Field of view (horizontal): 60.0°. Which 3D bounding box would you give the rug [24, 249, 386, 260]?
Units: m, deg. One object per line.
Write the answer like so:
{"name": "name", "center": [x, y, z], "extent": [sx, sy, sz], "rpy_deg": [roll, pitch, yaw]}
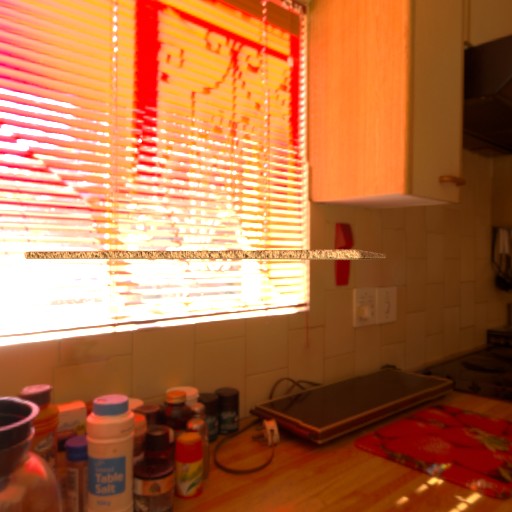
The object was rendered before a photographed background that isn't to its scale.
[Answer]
{"name": "rug", "center": [0.000, 0.000, 2.280], "extent": [1.219, 0.030, 1.778], "rpy_deg": [0, 0, 19]}
